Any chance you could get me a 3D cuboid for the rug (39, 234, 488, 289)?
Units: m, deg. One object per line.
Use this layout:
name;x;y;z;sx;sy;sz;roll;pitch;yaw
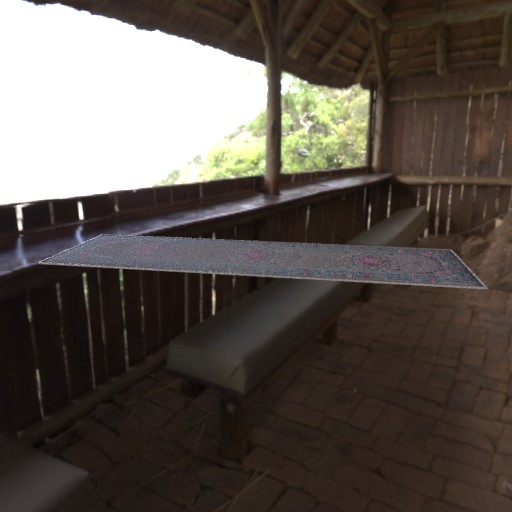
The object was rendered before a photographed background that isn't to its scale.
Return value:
rug;0.000;0.000;2.035;1.827;0.012;0.553;3;16;10
